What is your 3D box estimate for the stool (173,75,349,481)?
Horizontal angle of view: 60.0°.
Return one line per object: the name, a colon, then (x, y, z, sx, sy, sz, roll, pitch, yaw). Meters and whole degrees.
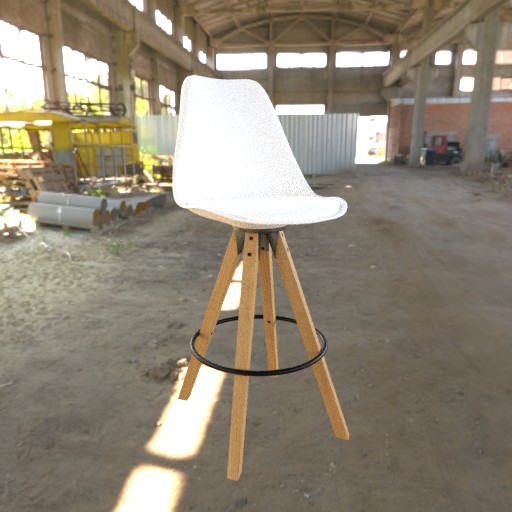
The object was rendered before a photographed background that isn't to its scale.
stool: (0.000, 0.000, 1.389, 0.482, 1.115, 0.549, -7, 15, -26)
